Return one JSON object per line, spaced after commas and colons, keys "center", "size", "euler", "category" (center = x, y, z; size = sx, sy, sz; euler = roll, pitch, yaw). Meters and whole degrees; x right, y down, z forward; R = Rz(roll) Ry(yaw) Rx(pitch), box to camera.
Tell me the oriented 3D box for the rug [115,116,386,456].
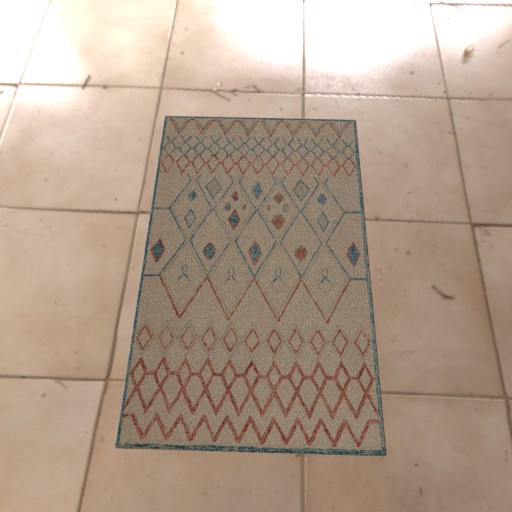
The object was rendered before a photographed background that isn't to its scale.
{"center": [0.000, 0.000, 3.008], "size": [1.524, 0.015, 2.438], "euler": [1, 64, 1], "category": "rug"}
